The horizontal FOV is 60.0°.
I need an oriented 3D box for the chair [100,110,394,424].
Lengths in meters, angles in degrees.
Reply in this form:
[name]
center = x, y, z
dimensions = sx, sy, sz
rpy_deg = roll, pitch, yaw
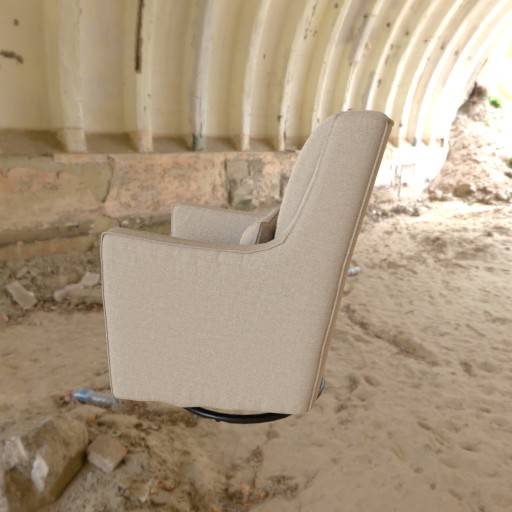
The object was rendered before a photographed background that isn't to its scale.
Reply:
[chair]
center = 0.000, 0.000, 1.617
dimensions = 0.879, 0.993, 0.732
rpy_deg = 2, 14, 8
